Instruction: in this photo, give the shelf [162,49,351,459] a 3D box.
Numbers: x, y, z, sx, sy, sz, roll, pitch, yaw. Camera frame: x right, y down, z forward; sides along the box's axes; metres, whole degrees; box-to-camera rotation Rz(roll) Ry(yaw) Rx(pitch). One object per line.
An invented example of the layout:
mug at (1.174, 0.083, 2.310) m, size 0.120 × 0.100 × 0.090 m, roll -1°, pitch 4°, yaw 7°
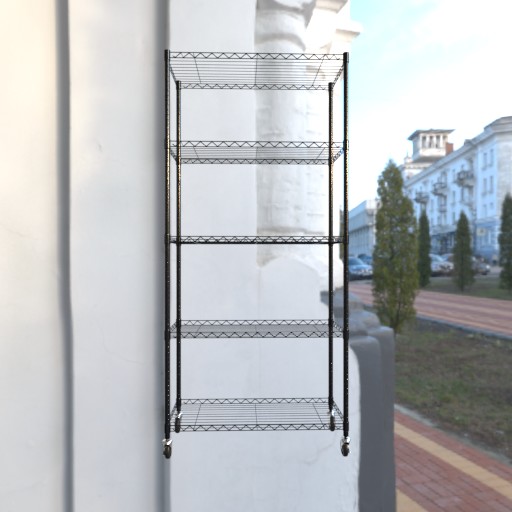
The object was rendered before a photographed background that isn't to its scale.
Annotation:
shelf at (0.000, 0.000, 1.942) m, size 0.762 × 1.645 × 0.356 m, roll 0°, pitch 0°, yaw -2°
